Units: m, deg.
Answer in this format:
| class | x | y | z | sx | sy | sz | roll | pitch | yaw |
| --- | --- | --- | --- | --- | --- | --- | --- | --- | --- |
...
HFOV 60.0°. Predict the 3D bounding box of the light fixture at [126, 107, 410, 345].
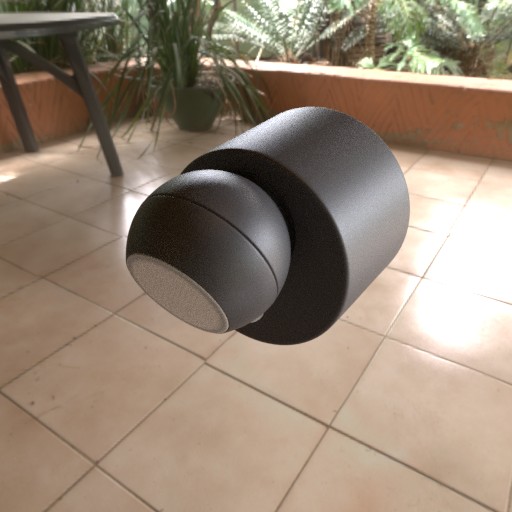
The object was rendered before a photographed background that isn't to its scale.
| class | x | y | z | sx | sy | sz | roll | pitch | yaw |
| --- | --- | --- | --- | --- | --- | --- | --- | --- | --- |
| light fixture | 0.000 | 0.000 | 0.264 | 0.134 | 0.143 | 0.160 | 18 | 35 | 28 |
